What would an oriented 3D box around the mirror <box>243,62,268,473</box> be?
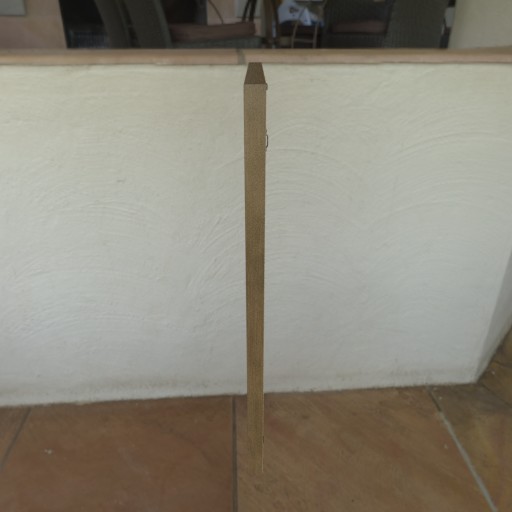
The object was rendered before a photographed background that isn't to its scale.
[{"bbox_3d":[0.000,0.000,1.180,0.041,0.915,0.609,0,27,0],"label":"mirror"}]
